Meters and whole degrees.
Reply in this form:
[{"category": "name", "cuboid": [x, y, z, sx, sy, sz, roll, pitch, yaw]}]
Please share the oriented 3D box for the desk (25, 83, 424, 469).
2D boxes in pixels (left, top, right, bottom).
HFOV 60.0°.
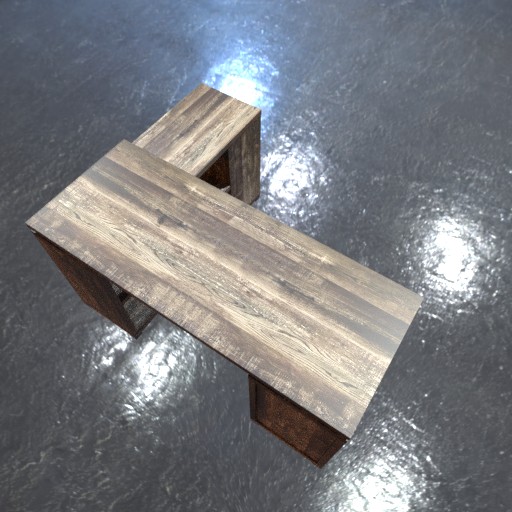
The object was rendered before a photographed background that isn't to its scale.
[{"category": "desk", "cuboid": [0.000, 0.000, 2.213, 1.524, 0.753, 1.200, 30, 62, 17]}]
